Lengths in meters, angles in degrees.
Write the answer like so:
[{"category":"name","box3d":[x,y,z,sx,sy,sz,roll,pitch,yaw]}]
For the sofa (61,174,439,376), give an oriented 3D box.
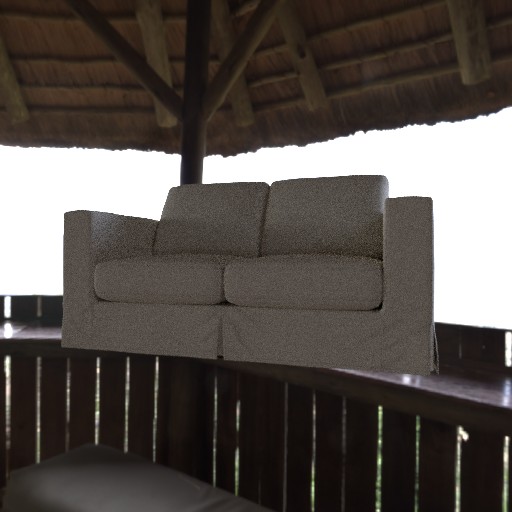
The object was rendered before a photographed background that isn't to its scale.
[{"category":"sofa","box3d":[0.000,0.000,2.459,1.813,0.932,1.009,0,0,18]}]
